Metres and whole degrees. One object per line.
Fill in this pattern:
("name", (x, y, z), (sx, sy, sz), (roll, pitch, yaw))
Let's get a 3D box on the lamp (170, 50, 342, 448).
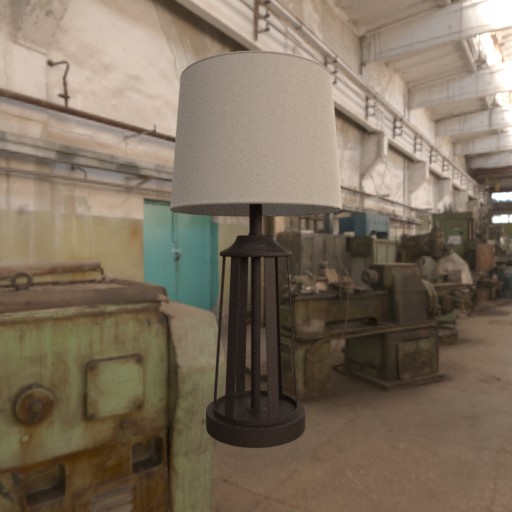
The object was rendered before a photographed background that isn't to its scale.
("lamp", (0.000, 0.000, 0.659), (0.251, 0.509, 0.251), (0, 1, 0))
